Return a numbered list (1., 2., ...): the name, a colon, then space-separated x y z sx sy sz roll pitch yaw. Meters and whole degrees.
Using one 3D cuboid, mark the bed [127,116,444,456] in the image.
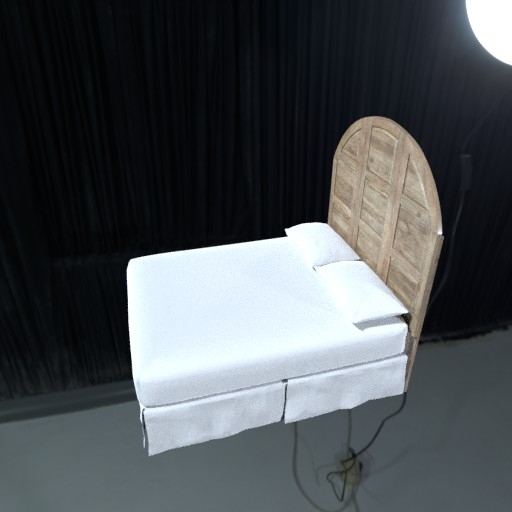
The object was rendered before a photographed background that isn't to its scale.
1. bed: 0.000 0.000 3.527 2.112 2.002 1.713 -8 31 -13
